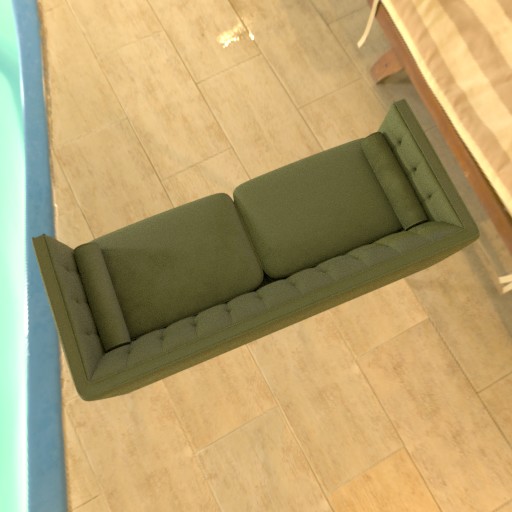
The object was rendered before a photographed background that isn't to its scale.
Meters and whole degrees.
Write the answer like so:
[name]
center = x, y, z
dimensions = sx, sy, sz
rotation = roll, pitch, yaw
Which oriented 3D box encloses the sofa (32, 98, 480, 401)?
[sofa]
center = 0.000, 0.000, 2.536
dimensions = 2.087, 0.789, 0.867
rotation = -22, 77, -5
